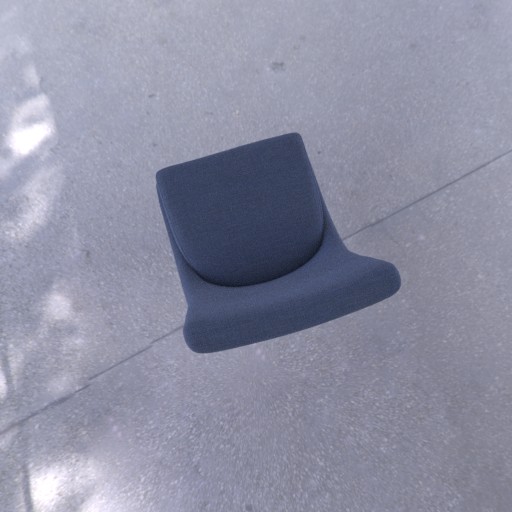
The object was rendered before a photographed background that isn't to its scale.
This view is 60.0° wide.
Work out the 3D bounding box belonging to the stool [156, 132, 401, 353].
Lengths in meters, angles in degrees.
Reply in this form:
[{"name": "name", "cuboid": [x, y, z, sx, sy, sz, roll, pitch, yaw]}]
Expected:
[{"name": "stool", "cuboid": [0.000, 0.000, 1.375, 0.470, 1.078, 0.577, -16, 76, -4]}]
